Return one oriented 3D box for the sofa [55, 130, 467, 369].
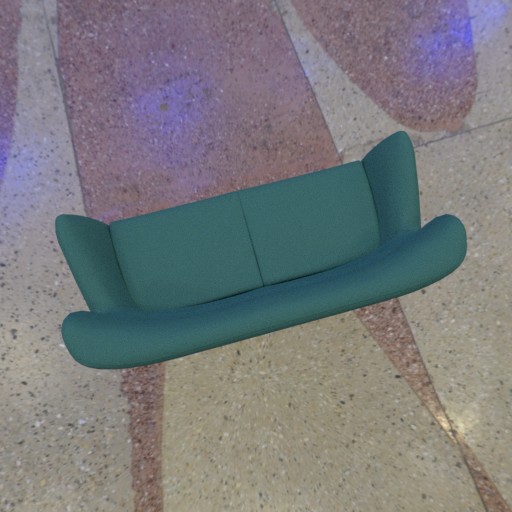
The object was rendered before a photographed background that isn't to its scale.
[{"bbox_3d":[0.000,0.000,2.390,1.930,0.890,0.889,-15,75,-4],"label":"sofa"}]
